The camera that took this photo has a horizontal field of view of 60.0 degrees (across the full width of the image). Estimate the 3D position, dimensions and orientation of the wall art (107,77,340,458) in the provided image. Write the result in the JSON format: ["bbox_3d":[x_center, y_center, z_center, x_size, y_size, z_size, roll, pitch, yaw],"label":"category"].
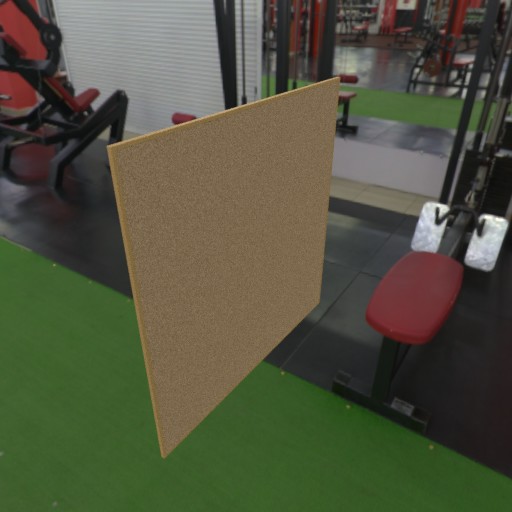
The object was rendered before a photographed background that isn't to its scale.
[{"bbox_3d":[0.000,0.000,1.430,0.013,0.959,0.962,21,37,30],"label":"wall art"}]
